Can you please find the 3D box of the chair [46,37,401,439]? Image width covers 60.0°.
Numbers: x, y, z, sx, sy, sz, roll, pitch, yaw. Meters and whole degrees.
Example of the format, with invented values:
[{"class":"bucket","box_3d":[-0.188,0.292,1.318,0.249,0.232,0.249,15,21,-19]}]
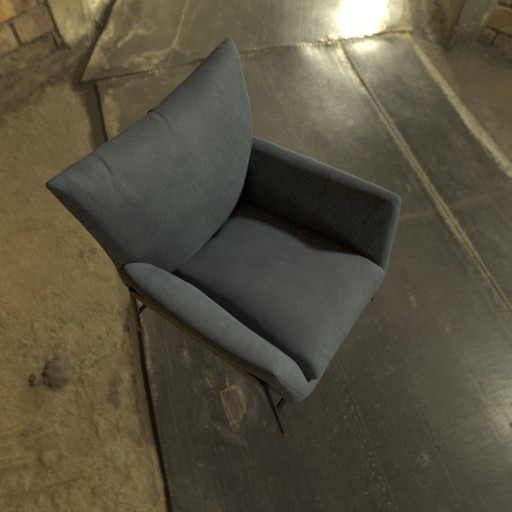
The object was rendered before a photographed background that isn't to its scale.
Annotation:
[{"class":"chair","box_3d":[0.000,0.000,1.372,0.709,0.858,0.678,31,64,18]}]
